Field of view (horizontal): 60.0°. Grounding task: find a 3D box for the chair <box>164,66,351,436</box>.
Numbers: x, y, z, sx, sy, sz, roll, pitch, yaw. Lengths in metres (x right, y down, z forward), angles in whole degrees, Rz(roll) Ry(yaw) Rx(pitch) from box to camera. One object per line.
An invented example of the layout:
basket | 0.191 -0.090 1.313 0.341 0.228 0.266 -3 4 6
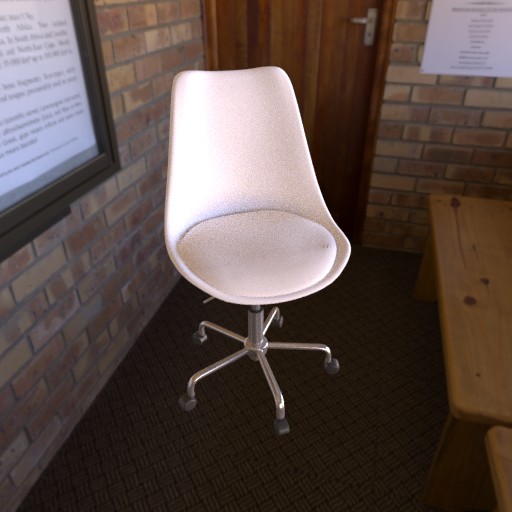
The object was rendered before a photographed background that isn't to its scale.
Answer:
chair | 0.000 0.000 1.273 0.550 0.930 0.550 -9 33 -14
